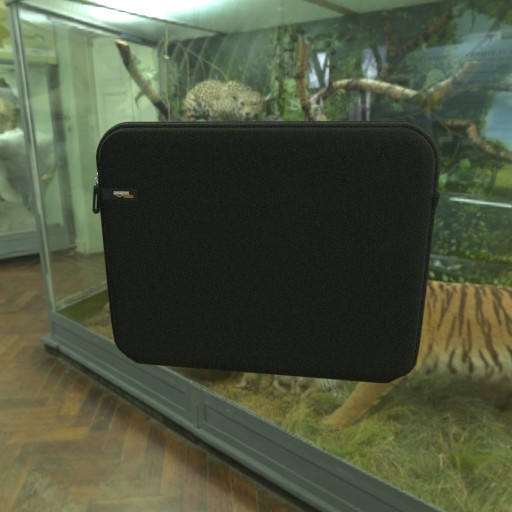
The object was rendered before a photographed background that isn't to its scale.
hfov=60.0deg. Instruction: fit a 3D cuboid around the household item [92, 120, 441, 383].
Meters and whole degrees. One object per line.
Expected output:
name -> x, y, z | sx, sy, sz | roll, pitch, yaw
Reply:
household item -> 0.000, 0.000, 0.524 | 0.396, 0.305, 0.030 | 2, 16, 8
